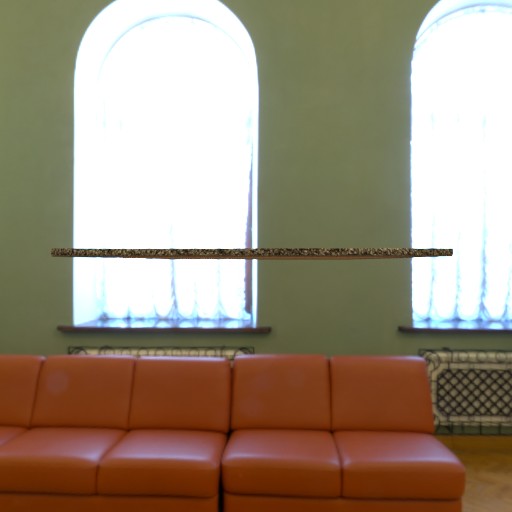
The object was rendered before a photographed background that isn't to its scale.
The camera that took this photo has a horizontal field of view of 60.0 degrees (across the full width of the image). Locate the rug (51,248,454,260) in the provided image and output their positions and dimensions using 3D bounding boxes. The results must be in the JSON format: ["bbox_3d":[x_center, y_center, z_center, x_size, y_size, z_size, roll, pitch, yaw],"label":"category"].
[{"bbox_3d":[0.000,0.000,2.111,1.198,0.025,1.601,0,-1,1],"label":"rug"}]
